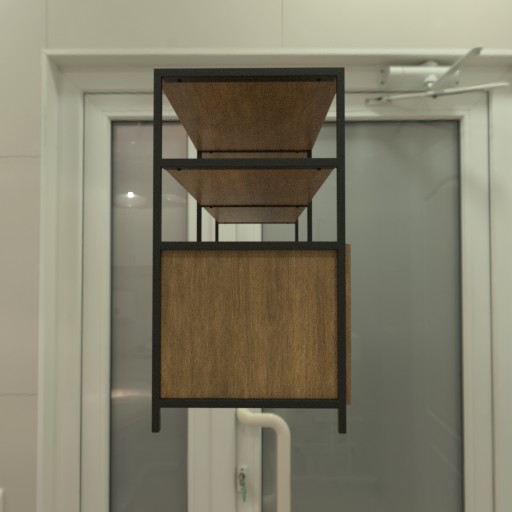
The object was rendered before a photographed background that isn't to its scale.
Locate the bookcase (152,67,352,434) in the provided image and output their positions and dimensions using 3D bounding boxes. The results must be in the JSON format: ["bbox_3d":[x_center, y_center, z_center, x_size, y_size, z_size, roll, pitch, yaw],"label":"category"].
[{"bbox_3d":[0.000,0.000,1.436,0.391,0.712,1.149,0,-1,1],"label":"bookcase"}]
